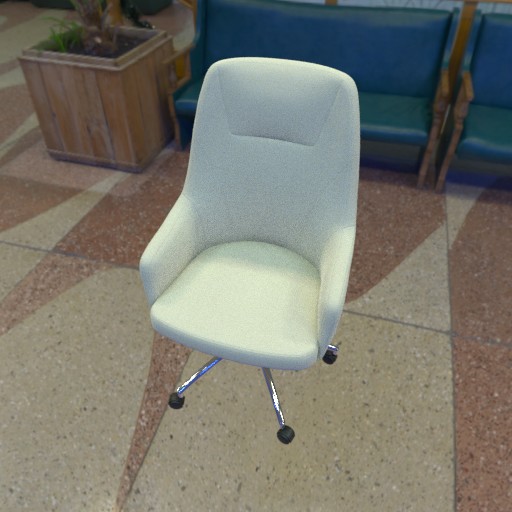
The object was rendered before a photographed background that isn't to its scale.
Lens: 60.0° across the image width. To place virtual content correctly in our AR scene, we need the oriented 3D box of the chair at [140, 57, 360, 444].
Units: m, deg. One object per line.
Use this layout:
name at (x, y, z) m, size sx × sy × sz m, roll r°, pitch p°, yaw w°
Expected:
chair at (0.000, 0.000, 1.418) m, size 0.620 × 1.049 × 0.640 m, roll 12°, pitch 43°, yaw 14°
